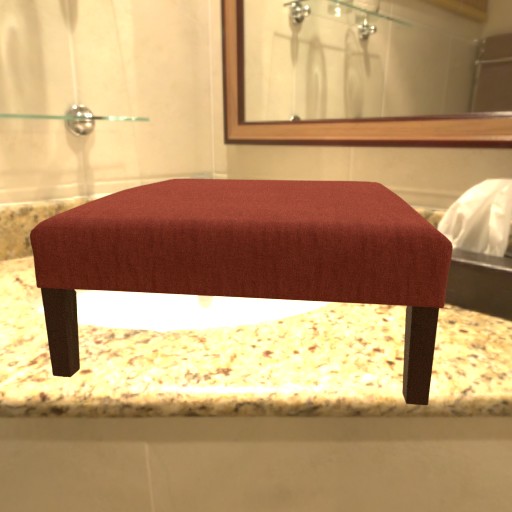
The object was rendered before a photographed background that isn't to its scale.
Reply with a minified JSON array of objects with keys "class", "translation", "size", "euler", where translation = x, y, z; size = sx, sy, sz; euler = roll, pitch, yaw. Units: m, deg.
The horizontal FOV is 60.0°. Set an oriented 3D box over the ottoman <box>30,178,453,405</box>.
[{"class":"ottoman","translation":[0.000,0.000,1.372],"size":[0.889,0.411,0.890],"euler":[2,16,8]}]
